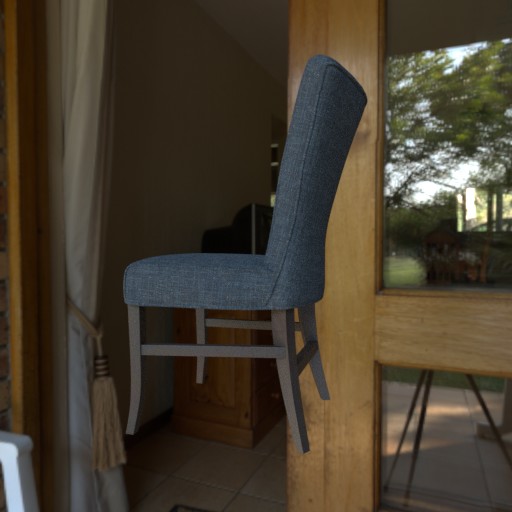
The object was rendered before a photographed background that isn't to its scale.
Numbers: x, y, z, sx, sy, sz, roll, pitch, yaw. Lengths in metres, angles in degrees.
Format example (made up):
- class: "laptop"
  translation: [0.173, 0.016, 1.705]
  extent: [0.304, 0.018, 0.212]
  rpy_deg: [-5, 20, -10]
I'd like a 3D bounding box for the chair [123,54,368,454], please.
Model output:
- class: "chair"
  translation: [0.000, 0.000, 1.371]
  extent: [0.660, 0.991, 0.520]
  rpy_deg: [1, 2, 17]
